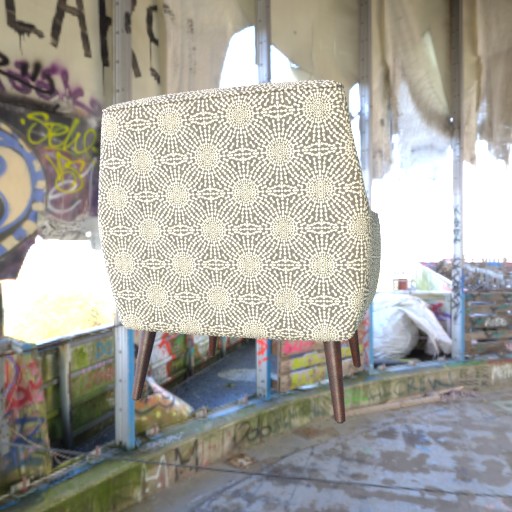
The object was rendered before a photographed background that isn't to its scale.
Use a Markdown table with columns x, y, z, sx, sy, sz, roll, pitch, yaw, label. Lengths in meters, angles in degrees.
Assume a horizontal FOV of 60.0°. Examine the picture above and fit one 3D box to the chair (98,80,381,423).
| x | y | z | sx | sy | sz | roll | pitch | yaw | label |
| --- | --- | --- | --- | --- | --- | --- | --- | --- | --- |
| 0.000 | 0.000 | 1.428 | 0.762 | 0.838 | 0.787 | 0 | 0 | 17 | chair |
